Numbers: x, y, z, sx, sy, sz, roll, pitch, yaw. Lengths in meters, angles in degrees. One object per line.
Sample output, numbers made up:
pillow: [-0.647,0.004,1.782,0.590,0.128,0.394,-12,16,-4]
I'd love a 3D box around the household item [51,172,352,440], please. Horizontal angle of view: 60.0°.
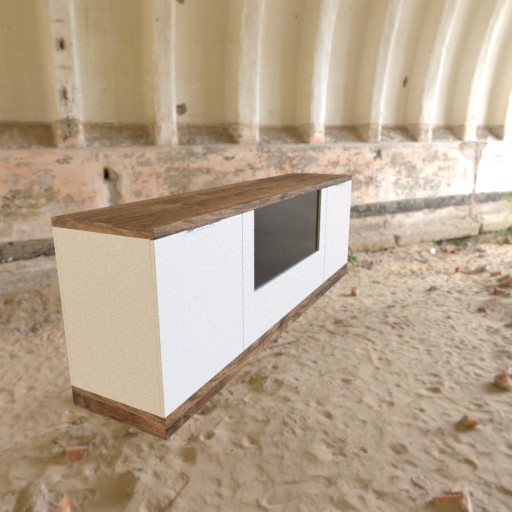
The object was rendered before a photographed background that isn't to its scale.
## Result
household item: [0.000,0.000,2.034,0.390,0.615,1.800,8,17,26]
